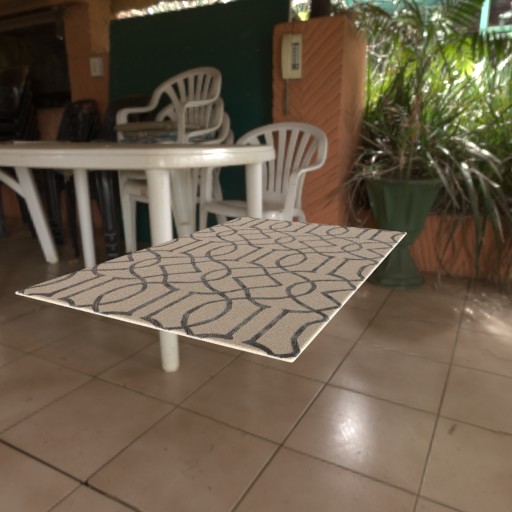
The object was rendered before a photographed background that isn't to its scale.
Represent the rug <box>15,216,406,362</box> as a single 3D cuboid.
[{"bbox_3d":[0.000,0.000,2.911,1.521,0.017,2.365,8,17,26],"label":"rug"}]
